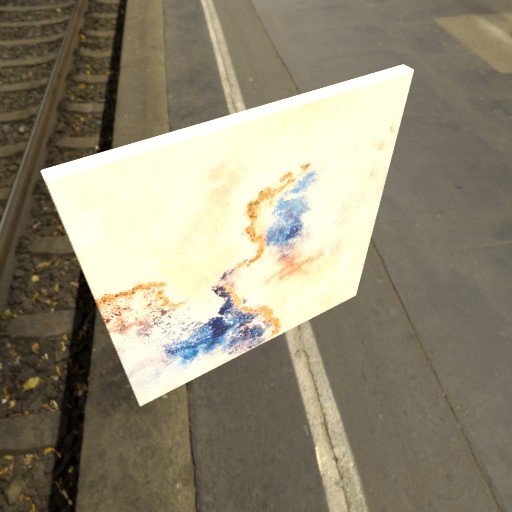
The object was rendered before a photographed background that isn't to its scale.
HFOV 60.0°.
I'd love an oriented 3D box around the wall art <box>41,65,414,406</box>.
[{"bbox_3d":[0.000,0.000,1.269,0.889,0.889,0.038,-23,50,-21],"label":"wall art"}]
